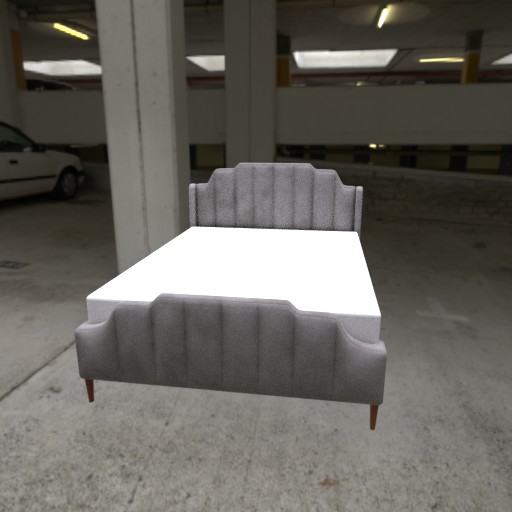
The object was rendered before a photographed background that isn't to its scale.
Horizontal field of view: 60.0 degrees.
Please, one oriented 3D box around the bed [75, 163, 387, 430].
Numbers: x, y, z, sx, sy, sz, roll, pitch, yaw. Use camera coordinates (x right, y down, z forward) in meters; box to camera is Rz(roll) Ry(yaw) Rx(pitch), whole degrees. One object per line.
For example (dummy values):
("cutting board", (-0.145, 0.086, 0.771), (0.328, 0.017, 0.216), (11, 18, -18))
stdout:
("bed", (0.000, 0.000, 3.344), (1.676, 1.245, 2.340), (2, 15, 9))
